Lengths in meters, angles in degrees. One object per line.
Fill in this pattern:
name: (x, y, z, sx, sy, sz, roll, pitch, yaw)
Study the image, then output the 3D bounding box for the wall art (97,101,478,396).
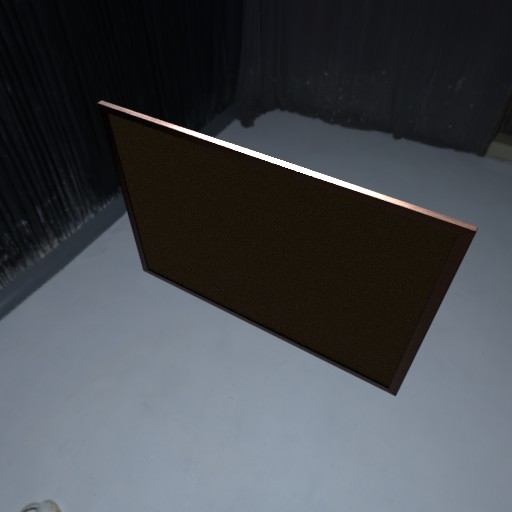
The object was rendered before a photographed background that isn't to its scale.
wall art: (0.000, 0.000, 1.047, 0.816, 0.559, 0.014, 23, 51, 21)
